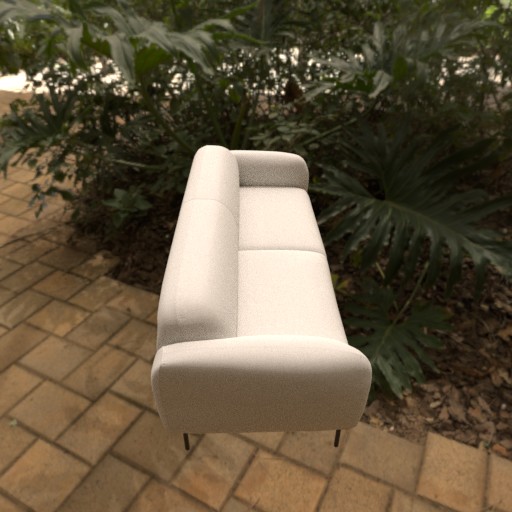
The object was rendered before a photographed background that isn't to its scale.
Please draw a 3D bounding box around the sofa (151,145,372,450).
[{"bbox_3d":[0.000,0.000,2.669,0.880,0.780,2.257,-1,34,-1],"label":"sofa"}]
